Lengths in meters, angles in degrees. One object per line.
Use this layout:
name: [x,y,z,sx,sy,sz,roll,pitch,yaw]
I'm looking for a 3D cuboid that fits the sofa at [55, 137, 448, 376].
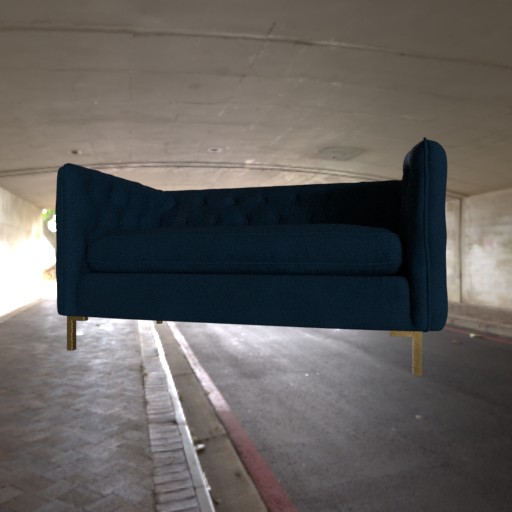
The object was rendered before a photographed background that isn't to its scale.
sofa: [0.000,0.000,2.081,1.583,0.810,0.909,0,0,17]
